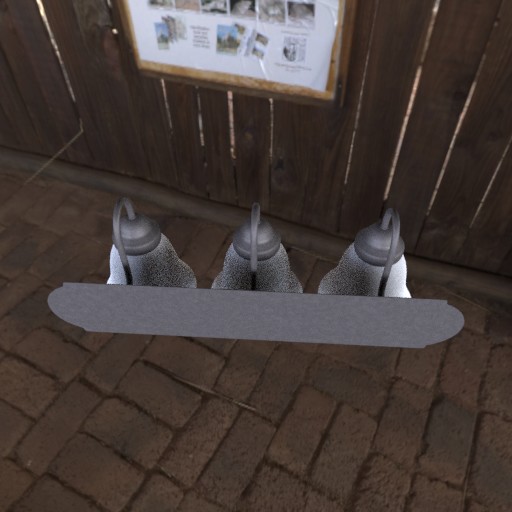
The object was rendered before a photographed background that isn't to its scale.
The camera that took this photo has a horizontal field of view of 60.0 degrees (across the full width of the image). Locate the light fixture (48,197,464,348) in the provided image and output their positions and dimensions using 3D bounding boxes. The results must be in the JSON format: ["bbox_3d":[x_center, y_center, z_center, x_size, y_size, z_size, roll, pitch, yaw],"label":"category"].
[{"bbox_3d":[0.000,0.000,0.703,0.610,0.222,0.199,2,46,2],"label":"light fixture"}]
